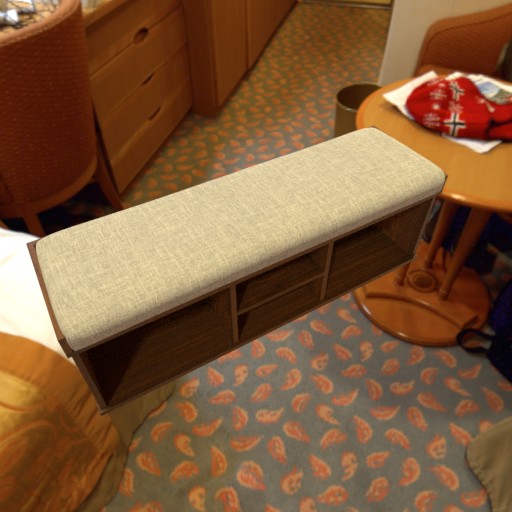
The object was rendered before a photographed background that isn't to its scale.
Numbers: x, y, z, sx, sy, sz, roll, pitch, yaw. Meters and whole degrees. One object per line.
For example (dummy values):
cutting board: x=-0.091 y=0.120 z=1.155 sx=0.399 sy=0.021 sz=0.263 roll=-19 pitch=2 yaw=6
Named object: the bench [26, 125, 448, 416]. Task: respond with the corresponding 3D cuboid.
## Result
bench: x=0.000 y=0.000 z=1.416 sx=1.196 sy=0.468 sz=0.367 roll=-23 pitch=50 yaw=-21
